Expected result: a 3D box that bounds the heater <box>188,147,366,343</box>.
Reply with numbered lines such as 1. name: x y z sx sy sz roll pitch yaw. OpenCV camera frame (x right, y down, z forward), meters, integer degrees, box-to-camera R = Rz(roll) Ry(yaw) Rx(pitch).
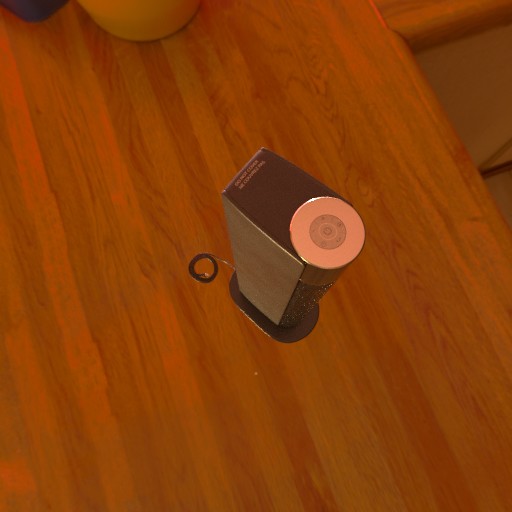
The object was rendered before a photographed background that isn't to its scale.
1. heater: 0.000 0.000 1.069 0.458 0.856 0.214 38 78 9
